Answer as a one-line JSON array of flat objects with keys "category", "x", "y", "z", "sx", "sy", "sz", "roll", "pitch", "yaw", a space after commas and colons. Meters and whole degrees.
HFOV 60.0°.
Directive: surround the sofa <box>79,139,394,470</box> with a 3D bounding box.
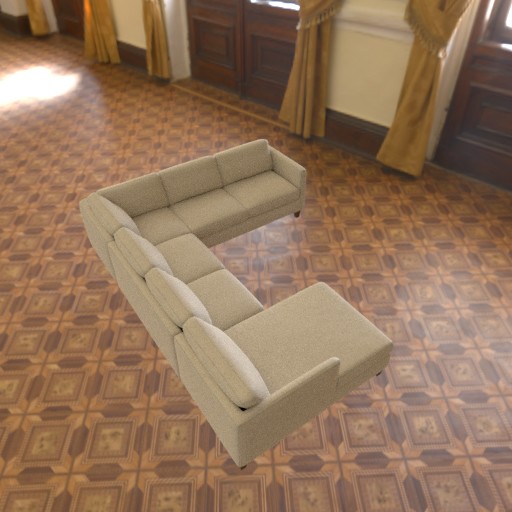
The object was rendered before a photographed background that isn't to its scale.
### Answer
[{"category": "sofa", "x": 0.000, "y": 0.000, "z": 4.549, "sx": 2.551, "sy": 0.853, "sz": 3.238, "roll": -24, "pitch": 46, "yaw": -26}]
